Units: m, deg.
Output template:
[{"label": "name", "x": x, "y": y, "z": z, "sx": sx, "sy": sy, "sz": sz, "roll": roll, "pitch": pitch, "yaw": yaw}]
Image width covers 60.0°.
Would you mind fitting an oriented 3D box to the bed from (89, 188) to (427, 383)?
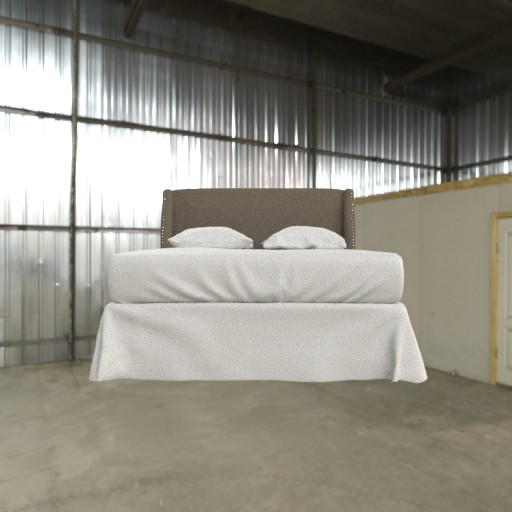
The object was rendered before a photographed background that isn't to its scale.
[{"label": "bed", "x": 0.000, "y": 0.000, "z": 3.429, "sx": 1.925, "sy": 1.332, "sz": 2.276, "roll": 0, "pitch": 1, "yaw": 1}]
